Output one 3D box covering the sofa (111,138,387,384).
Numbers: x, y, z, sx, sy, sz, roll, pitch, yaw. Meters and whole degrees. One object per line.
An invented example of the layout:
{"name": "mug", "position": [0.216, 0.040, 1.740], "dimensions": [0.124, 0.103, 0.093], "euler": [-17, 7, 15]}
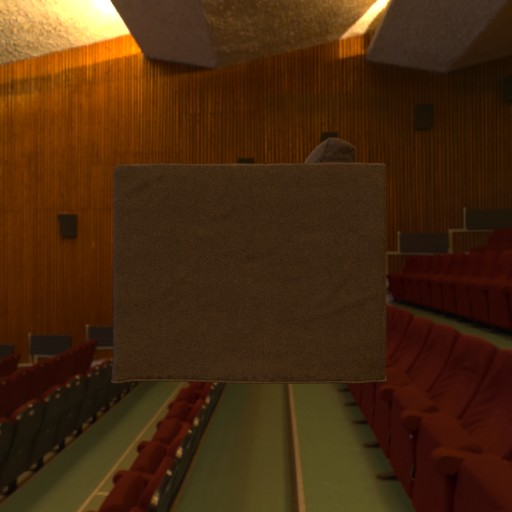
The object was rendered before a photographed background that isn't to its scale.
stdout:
{"name": "sofa", "position": [0.000, 0.000, 2.433], "dimensions": [0.953, 0.855, 1.982], "euler": [0, 0, 2]}
